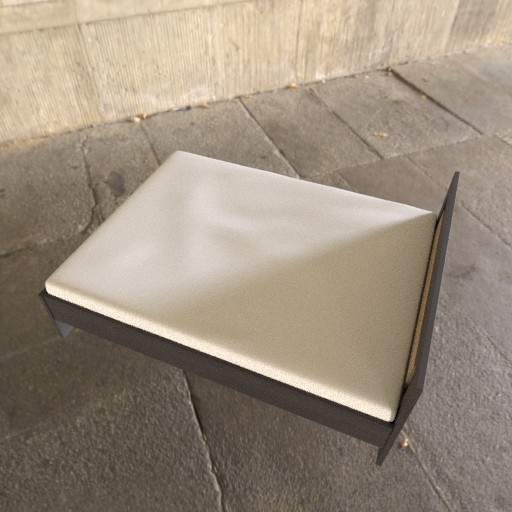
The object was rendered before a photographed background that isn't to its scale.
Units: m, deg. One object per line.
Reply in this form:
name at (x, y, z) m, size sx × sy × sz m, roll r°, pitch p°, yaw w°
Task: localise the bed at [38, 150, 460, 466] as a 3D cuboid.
bed at (0.000, 0.000, 2.803) m, size 2.073 × 0.823 × 1.585 m, roll 17°, pitch 48°, yaw 16°
